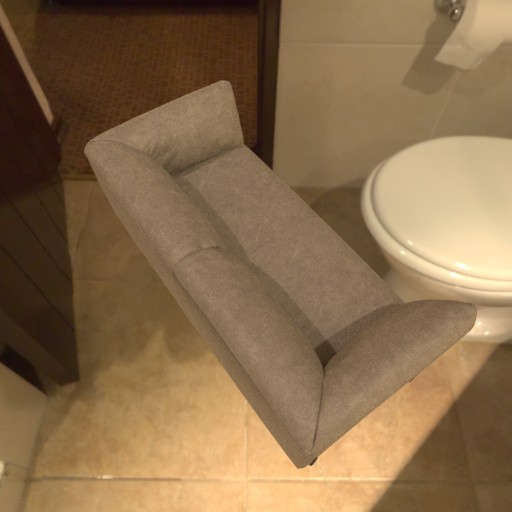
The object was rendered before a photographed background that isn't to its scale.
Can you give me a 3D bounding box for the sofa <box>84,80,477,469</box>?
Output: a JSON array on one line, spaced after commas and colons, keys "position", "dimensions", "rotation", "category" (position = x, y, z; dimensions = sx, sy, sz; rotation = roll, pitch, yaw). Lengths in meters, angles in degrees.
[{"position": [0.000, 0.000, 2.304], "dimensions": [0.905, 0.747, 1.878], "rotation": [-32, 63, -18], "category": "sofa"}]
